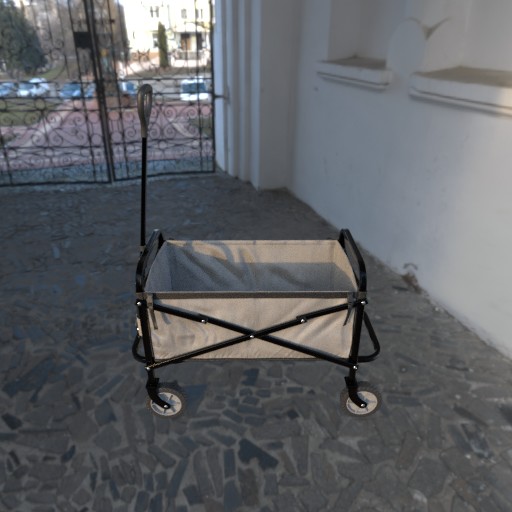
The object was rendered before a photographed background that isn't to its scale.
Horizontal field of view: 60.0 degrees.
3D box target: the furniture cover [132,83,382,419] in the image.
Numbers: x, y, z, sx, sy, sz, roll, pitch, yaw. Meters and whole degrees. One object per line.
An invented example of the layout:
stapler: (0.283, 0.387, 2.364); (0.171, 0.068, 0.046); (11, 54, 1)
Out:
furniture cover: (0.000, 0.000, 1.779); (1.038, 1.295, 0.532); (0, 27, 0)
